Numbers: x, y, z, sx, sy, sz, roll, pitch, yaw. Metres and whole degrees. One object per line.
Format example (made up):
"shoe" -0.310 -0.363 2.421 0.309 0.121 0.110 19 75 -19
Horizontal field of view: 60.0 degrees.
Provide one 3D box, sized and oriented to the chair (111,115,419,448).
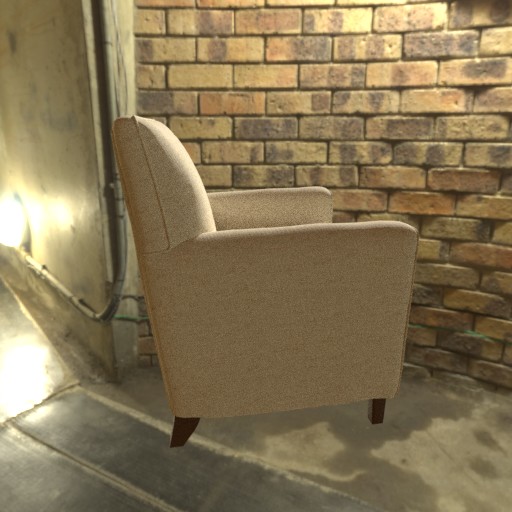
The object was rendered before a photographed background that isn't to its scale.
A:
"chair" 0.000 0.000 1.584 0.823 0.943 0.870 -3 17 -9
